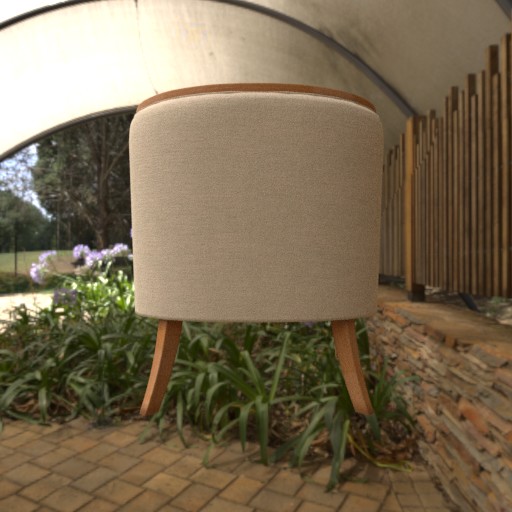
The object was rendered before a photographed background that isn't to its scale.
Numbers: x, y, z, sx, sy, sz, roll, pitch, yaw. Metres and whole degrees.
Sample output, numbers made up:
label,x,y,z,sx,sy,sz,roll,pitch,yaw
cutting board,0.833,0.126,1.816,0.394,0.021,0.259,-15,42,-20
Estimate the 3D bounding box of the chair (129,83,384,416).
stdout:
label,x,y,z,sx,sy,sz,roll,pitch,yaw
chair,0.000,0.000,1.361,0.711,0.775,0.757,0,0,-1
